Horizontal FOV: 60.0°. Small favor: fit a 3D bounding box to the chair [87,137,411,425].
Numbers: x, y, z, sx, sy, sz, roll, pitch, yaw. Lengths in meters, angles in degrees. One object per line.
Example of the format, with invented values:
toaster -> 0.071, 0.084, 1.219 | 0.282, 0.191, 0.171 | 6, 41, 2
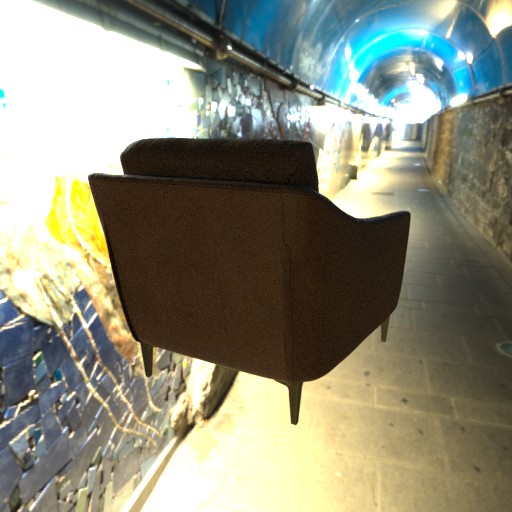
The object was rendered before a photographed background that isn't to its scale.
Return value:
chair -> 0.000, 0.000, 1.721 | 0.988, 0.895, 0.963 | 8, 18, 27
